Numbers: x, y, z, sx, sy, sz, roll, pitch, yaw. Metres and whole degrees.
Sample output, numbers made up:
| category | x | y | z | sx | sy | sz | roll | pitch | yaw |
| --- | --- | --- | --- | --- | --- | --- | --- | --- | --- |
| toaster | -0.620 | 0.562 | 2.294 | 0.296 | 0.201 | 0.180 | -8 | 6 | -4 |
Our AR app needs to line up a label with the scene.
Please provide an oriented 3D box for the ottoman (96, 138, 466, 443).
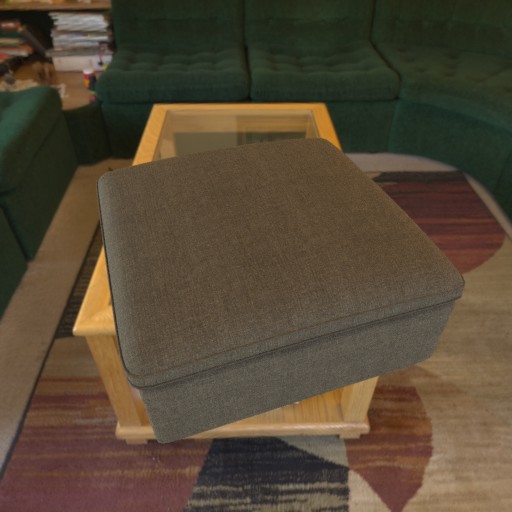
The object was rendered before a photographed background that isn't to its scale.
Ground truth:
| category | x | y | z | sx | sy | sz | roll | pitch | yaw |
| --- | --- | --- | --- | --- | --- | --- | --- | --- | --- |
| ottoman | 0.000 | 0.000 | 1.720 | 1.067 | 0.559 | 1.067 | -13 | 43 | -14 |
